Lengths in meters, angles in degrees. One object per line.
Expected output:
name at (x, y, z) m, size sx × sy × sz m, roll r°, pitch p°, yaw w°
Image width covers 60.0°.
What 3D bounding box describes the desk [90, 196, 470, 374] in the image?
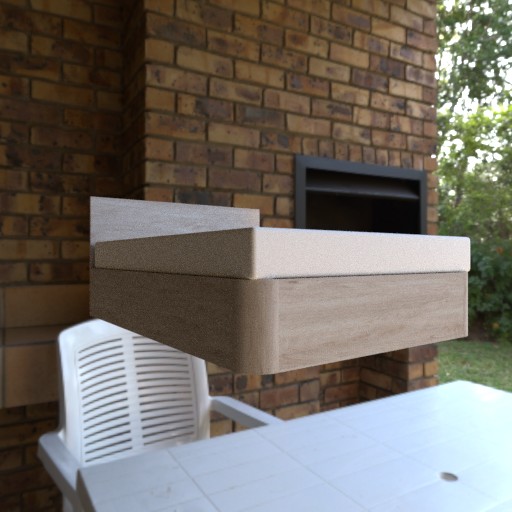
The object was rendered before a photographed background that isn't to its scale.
desk at (0.000, 0.000, 2.622) m, size 1.400 × 0.800 × 1.900 m, roll 0°, pitch 0°, yaw -35°
